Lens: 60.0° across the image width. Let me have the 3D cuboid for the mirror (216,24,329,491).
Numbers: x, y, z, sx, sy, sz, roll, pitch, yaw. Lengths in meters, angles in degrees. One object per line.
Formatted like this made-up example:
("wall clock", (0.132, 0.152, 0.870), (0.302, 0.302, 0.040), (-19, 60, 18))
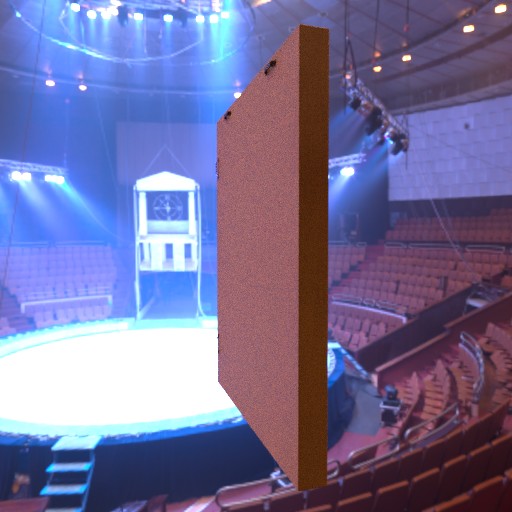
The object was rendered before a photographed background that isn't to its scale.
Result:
("mirror", (0.000, 0.000, 0.679), (0.041, 0.509, 0.406), (-1, 2, -18))
